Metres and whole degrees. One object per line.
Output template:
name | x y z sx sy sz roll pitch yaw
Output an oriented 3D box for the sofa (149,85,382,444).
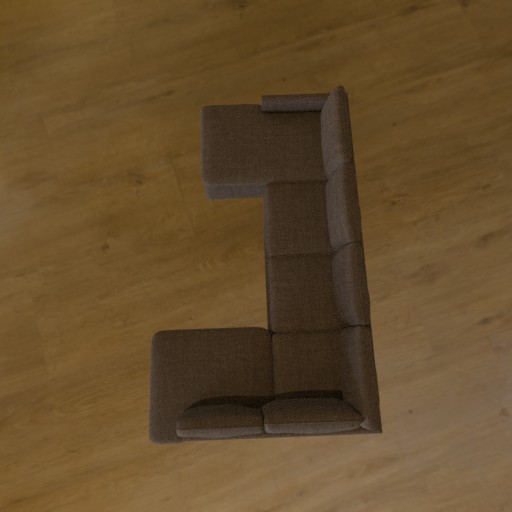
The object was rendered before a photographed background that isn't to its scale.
sofa | 0.000 0.000 4.424 2.048 0.999 3.423 -2 75 -1
